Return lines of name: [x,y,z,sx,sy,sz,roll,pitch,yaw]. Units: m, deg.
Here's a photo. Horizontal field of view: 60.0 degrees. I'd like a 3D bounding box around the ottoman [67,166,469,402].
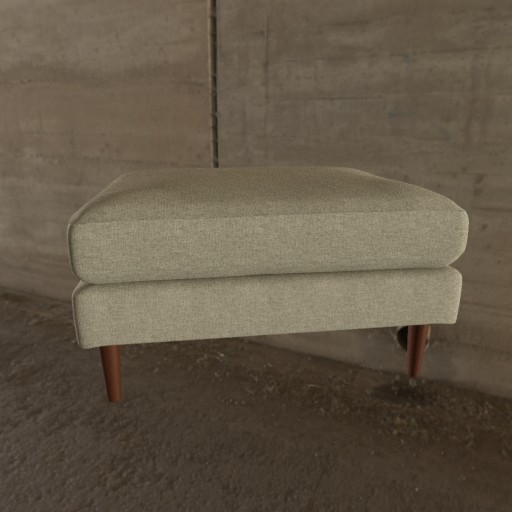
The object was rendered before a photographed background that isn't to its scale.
ottoman: [0.000,0.000,1.231,0.821,0.474,0.693,-2,17,-8]
